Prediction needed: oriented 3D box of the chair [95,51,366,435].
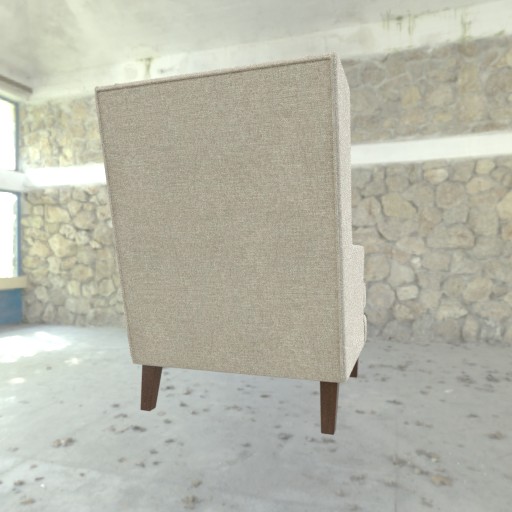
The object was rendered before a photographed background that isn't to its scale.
[{"bbox_3d":[0.000,0.000,1.702,0.764,1.082,0.948,0,0,19],"label":"chair"}]
